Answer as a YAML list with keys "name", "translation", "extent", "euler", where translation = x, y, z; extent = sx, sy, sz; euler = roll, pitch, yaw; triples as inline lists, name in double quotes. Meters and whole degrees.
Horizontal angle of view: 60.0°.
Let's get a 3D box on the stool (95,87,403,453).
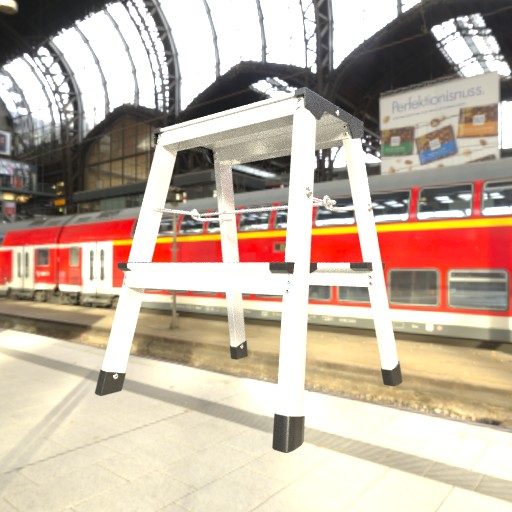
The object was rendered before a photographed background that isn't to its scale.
- name: "stool"
  translation: [0.000, 0.000, 0.812]
  extent: [0.404, 0.480, 0.405]
  euler: [-1, -1, 37]
